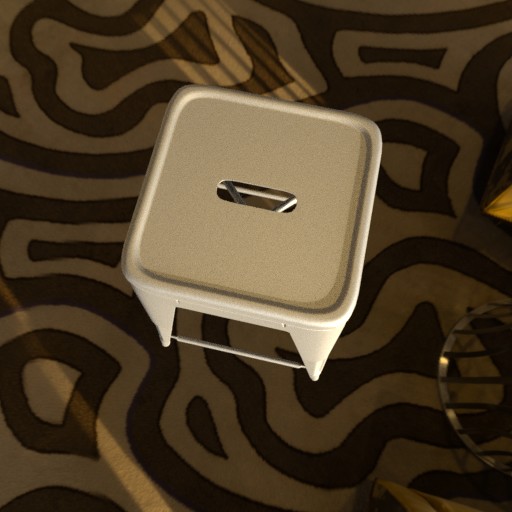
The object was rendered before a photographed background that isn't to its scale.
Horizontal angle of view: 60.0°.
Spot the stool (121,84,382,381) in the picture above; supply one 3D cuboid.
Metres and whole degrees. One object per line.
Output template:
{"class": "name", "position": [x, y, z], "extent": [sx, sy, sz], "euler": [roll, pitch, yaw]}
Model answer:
{"class": "stool", "position": [0.000, 0.000, 0.875], "extent": [0.406, 0.610, 0.406], "euler": [12, 75, 3]}
